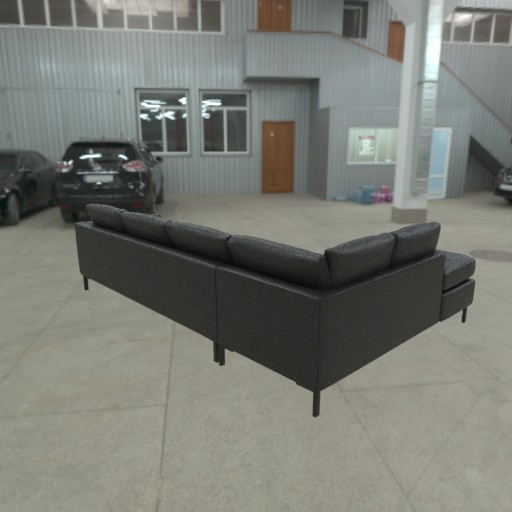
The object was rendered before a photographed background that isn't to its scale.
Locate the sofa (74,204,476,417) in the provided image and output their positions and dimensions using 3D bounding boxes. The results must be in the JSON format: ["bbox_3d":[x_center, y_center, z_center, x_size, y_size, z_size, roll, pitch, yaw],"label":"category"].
[{"bbox_3d":[0.000,0.000,3.848,1.938,0.877,2.984,-13,19,-42],"label":"sofa"}]
